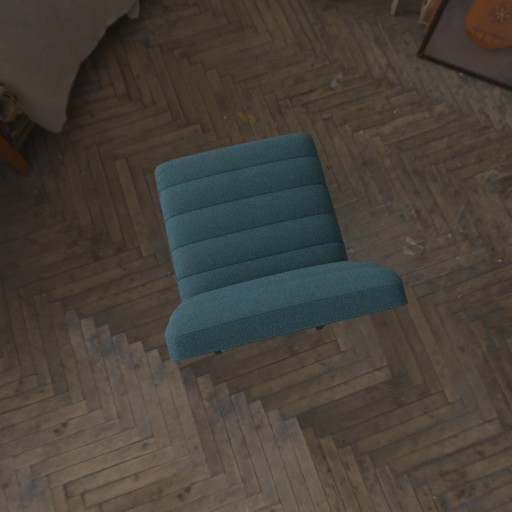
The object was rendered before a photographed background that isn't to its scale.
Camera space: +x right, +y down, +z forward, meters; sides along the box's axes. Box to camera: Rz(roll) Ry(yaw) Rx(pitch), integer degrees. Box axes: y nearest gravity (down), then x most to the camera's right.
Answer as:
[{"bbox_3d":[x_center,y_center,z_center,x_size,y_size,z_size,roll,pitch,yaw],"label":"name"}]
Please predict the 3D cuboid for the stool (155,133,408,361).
[{"bbox_3d":[0.000,0.000,1.347,0.460,1.040,0.560,-13,76,-3],"label":"stool"}]
